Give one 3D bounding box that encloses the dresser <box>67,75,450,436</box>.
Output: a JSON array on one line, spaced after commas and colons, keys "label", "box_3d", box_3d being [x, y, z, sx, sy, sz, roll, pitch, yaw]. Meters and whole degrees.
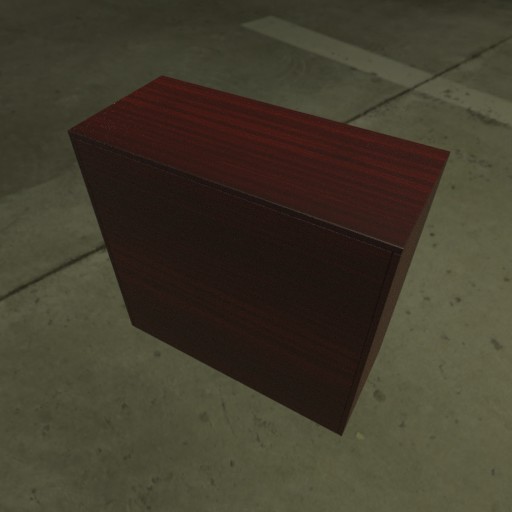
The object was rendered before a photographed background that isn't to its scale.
[{"label": "dresser", "box_3d": [0.000, 0.000, 1.206, 0.750, 0.720, 0.360, 22, 49, 21]}]
